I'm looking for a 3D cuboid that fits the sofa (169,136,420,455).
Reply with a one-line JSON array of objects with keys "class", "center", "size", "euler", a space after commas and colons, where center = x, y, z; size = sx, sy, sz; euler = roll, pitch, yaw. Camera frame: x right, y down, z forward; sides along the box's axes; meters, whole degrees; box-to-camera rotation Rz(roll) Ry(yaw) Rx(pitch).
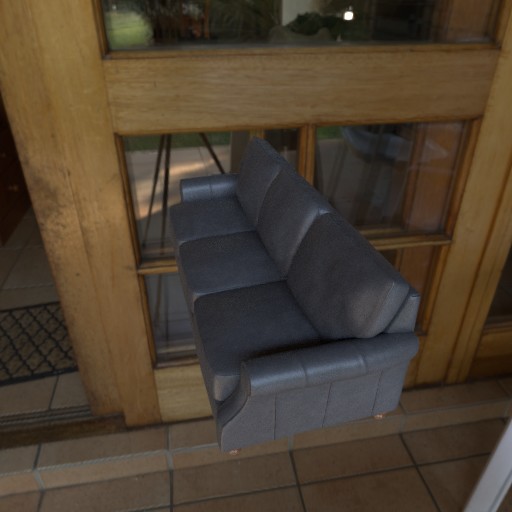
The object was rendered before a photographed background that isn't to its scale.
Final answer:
[{"class": "sofa", "center": [0.000, 0.000, 2.915], "size": [0.974, 0.977, 2.387], "euler": [-8, 32, -13]}]
